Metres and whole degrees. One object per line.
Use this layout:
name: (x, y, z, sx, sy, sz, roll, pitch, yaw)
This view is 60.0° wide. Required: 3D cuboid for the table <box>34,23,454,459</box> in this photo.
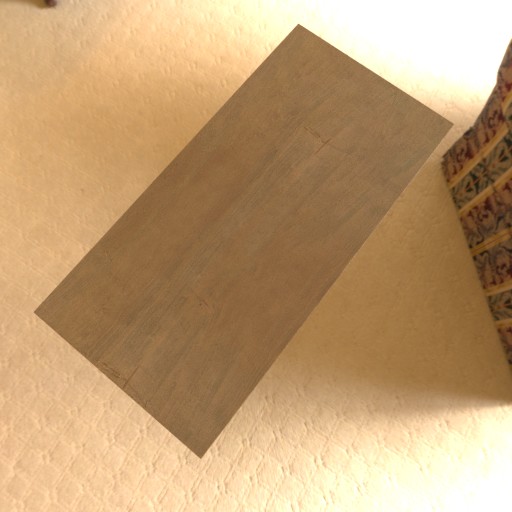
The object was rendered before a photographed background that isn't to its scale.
table: (0.000, 0.000, 1.632, 0.556, 0.914, 1.119, 37, 78, 9)
